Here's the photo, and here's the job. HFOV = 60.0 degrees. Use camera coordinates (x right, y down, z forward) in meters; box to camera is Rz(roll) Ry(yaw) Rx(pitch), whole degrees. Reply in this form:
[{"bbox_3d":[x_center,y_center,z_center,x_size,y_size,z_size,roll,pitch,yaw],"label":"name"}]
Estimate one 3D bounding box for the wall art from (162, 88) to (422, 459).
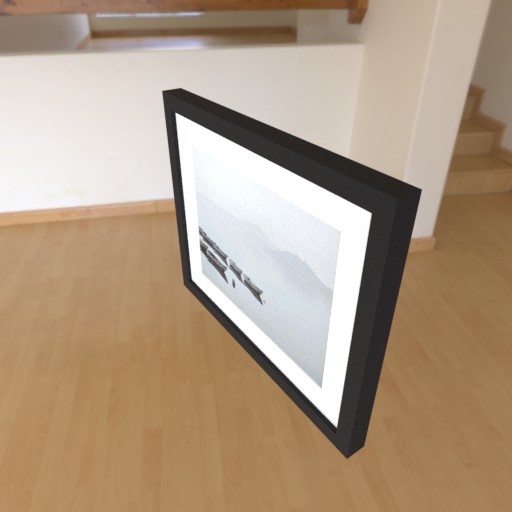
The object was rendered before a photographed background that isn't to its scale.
[{"bbox_3d":[0.000,0.000,0.553,0.028,0.325,0.397,-21,39,-29],"label":"wall art"}]
